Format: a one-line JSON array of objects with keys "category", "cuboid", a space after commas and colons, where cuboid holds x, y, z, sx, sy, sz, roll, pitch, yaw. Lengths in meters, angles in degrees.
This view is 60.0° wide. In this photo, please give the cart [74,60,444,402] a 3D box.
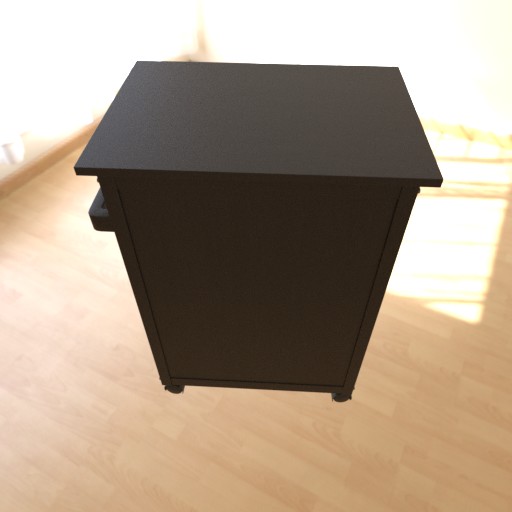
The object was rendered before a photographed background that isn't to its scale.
[{"category": "cart", "cuboid": [0.000, 0.000, 1.234, 0.660, 0.879, 0.456, 2, 46, 2]}]
